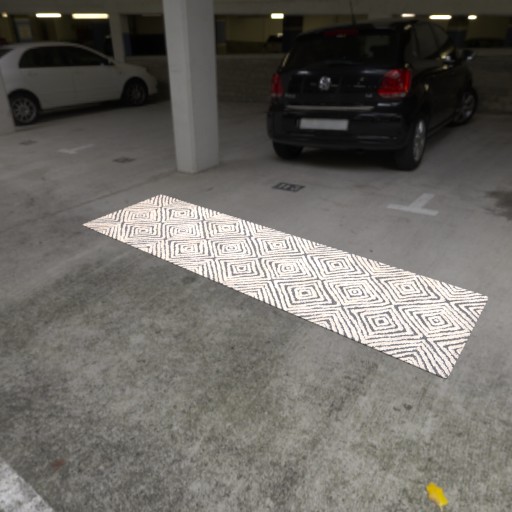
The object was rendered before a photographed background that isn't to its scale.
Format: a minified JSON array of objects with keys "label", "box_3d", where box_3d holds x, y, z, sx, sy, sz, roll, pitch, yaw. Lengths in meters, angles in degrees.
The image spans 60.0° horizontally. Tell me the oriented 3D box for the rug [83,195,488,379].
[{"label":"rug","box_3d":[0.000,0.000,2.480,2.277,0.008,0.676,20,34,32]}]
